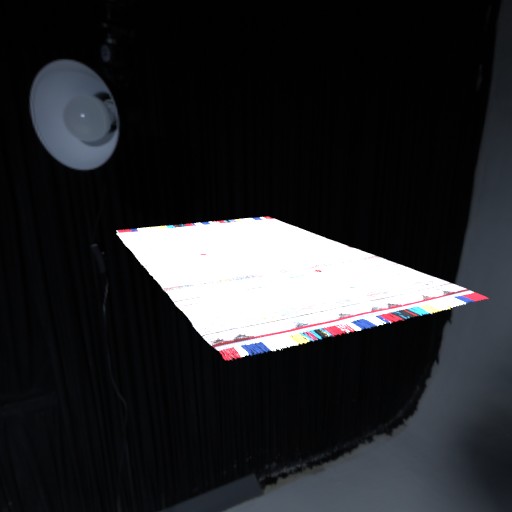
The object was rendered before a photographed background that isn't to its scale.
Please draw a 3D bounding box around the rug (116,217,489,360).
[{"bbox_3d":[0.000,0.000,2.972,1.465,0.012,2.465,-8,17,-25],"label":"rug"}]
